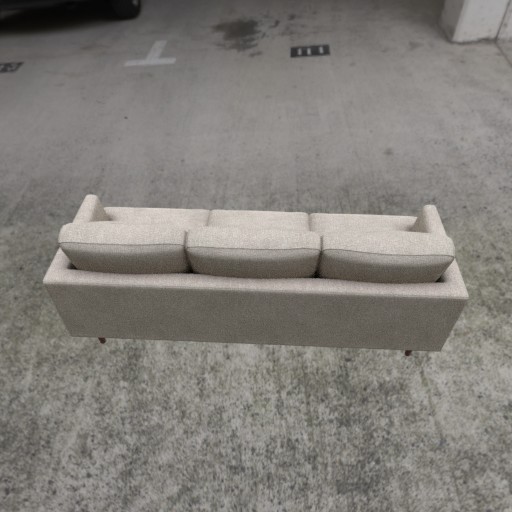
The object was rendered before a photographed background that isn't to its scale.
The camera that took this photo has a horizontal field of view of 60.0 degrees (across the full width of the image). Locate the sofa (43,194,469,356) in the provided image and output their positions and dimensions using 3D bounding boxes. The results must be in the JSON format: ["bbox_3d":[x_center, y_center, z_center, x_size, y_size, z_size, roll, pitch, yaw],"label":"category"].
[{"bbox_3d":[0.000,0.000,2.743,2.246,0.930,0.903,2,46,2],"label":"sofa"}]
